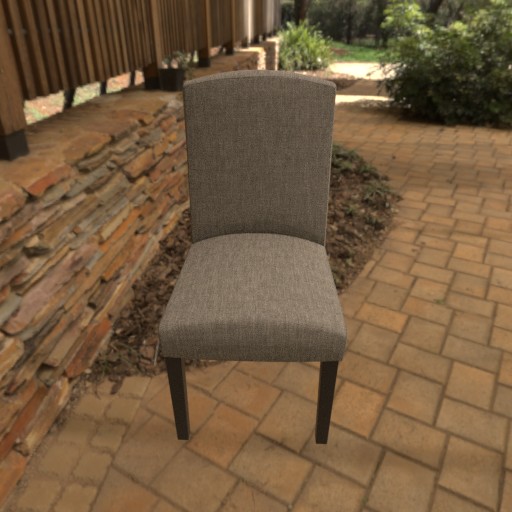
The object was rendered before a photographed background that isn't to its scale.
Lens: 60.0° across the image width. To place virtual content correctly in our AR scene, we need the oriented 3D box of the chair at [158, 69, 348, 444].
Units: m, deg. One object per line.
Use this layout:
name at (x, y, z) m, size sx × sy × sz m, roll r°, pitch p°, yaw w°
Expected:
chair at (0.000, 0.000, 1.248) m, size 0.451 × 0.917 × 0.580 m, roll 1°, pitch 29°, yaw 2°
